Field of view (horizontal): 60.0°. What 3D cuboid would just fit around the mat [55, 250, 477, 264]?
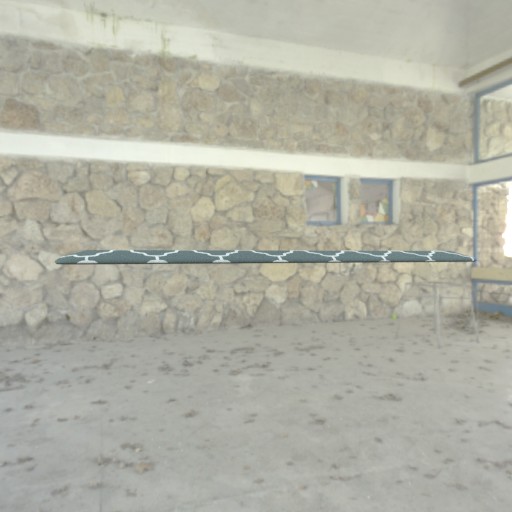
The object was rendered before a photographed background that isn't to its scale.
[{"bbox_3d":[0.000,0.000,0.972,0.762,0.021,0.508,0,0,-18],"label":"mat"}]
